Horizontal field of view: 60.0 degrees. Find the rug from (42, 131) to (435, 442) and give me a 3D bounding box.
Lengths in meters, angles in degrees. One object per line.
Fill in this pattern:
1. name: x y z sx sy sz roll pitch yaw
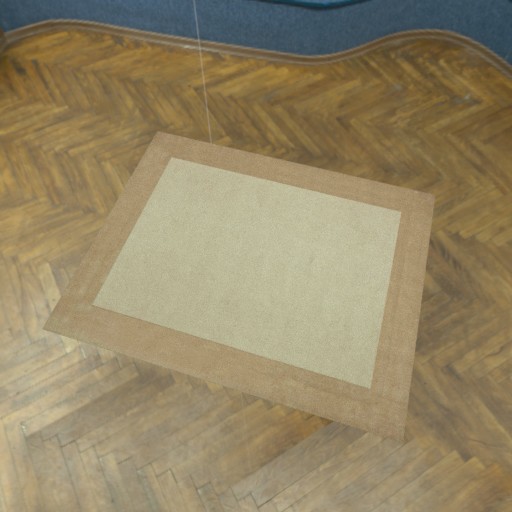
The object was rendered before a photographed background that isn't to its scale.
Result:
1. rug: 0.000 0.000 4.123 3.048 0.014 2.438 15 61 9
